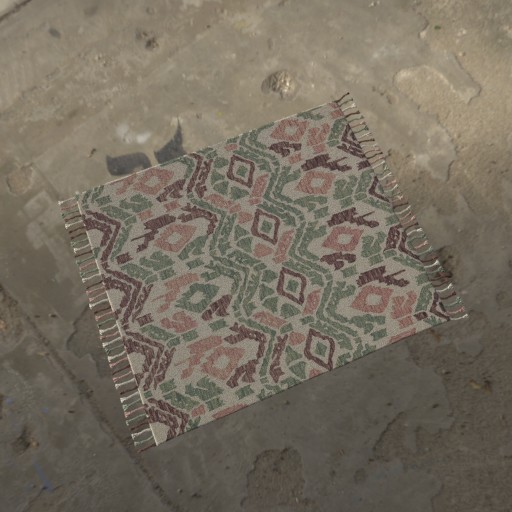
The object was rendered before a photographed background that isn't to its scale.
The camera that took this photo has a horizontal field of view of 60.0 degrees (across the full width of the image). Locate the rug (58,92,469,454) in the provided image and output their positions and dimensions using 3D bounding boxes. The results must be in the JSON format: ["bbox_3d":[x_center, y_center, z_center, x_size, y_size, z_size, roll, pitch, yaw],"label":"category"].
[{"bbox_3d":[0.000,0.000,4.005,3.048,0.010,2.438,-22,76,-6],"label":"rug"}]
